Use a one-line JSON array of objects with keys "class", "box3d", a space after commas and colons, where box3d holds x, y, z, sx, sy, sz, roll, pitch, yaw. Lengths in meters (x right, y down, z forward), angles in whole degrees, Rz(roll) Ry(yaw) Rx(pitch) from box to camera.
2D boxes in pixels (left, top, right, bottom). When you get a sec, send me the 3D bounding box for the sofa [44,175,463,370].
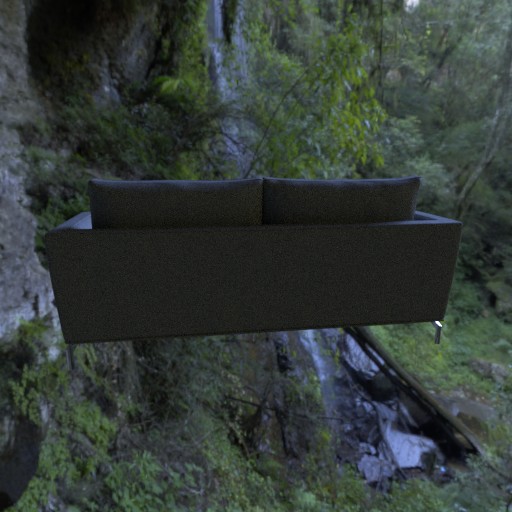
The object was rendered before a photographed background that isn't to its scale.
[{"class": "sofa", "box3d": [0.000, 0.000, 2.756, 2.212, 1.002, 0.869, -2, 13, -9]}]
